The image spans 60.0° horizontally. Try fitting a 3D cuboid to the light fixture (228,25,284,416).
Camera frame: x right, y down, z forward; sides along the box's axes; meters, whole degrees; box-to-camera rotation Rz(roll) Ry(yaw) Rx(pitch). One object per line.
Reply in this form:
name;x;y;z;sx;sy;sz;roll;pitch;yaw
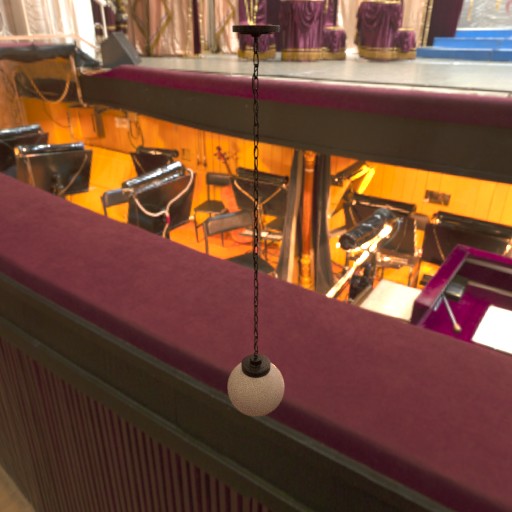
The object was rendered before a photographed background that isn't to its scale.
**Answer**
light fixture;0.000;0.000;2.024;0.304;1.867;0.305;17;31;30
